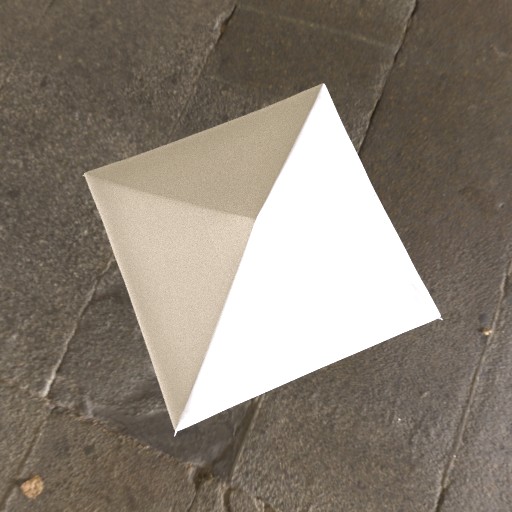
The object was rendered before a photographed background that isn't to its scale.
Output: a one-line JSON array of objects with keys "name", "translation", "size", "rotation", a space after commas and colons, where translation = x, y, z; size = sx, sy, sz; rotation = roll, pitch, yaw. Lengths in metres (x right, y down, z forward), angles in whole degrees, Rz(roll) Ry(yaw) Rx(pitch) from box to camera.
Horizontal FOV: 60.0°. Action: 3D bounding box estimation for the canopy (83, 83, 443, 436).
[{"name": "canopy", "translation": [0.000, 0.000, 5.361], "size": [2.996, 2.998, 2.994], "rotation": [-22, 78, -5]}]
